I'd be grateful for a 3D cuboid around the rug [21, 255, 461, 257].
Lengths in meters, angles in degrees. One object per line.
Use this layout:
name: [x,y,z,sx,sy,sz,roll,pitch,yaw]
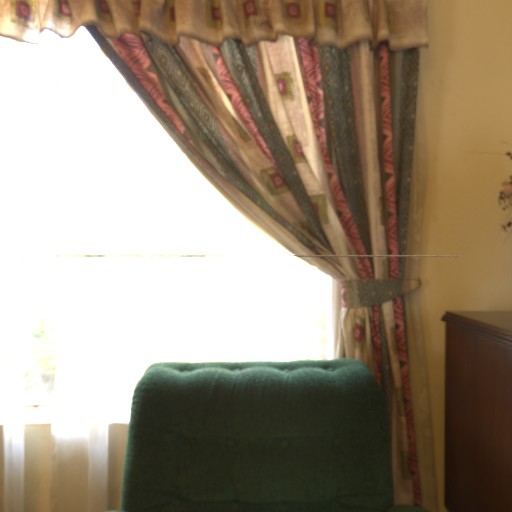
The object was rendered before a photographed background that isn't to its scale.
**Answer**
rug: [0.000,0.000,2.508,2.275,0.009,0.684,0,0,-19]
